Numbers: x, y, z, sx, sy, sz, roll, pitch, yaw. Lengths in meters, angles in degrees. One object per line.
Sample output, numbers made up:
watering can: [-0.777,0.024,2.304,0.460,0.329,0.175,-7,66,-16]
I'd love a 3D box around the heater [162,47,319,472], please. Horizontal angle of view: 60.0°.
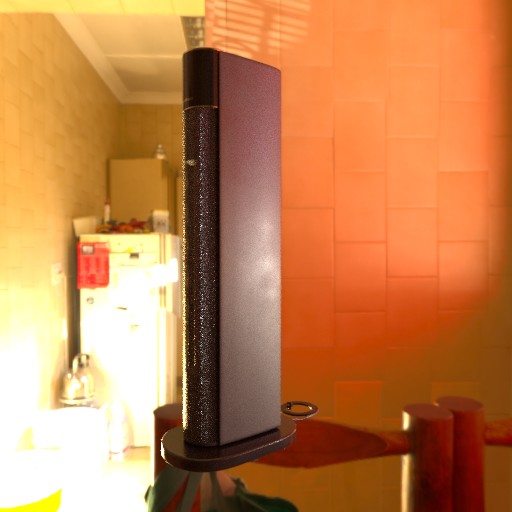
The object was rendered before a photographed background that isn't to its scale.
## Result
heater: [0.000,0.000,1.040,0.458,0.856,0.214,-1,1,-34]
